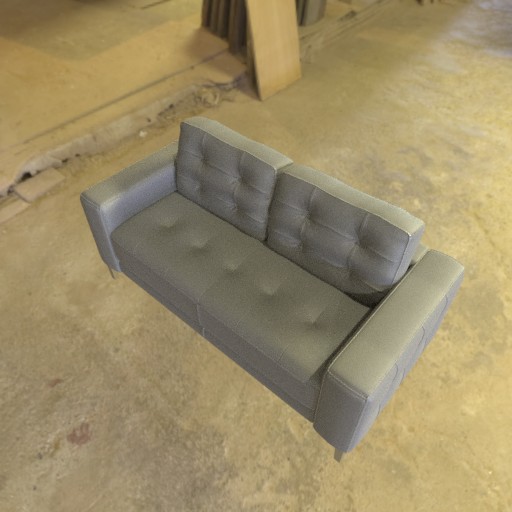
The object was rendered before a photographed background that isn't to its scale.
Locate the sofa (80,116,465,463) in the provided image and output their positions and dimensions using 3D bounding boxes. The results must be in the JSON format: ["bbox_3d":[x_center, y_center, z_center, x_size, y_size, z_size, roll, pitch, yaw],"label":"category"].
[{"bbox_3d":[0.000,0.000,2.198,1.726,0.893,0.833,32,54,27],"label":"sofa"}]
